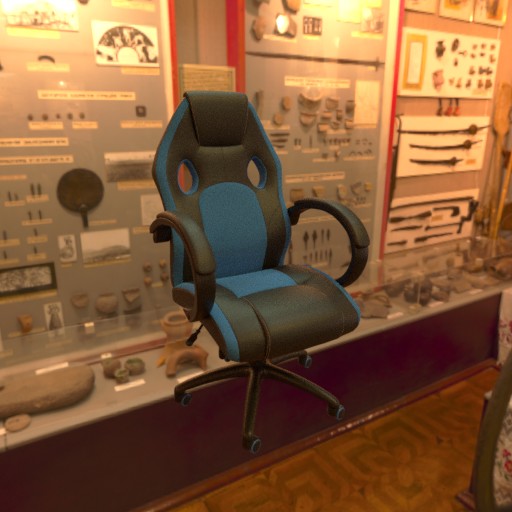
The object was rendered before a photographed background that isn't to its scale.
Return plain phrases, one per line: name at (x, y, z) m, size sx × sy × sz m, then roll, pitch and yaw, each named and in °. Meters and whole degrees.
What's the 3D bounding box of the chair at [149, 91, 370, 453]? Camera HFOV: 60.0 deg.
chair at (0.000, 0.000, 1.649) m, size 0.673 × 1.187 × 0.724 m, roll -9°, pitch 19°, yaw -28°
